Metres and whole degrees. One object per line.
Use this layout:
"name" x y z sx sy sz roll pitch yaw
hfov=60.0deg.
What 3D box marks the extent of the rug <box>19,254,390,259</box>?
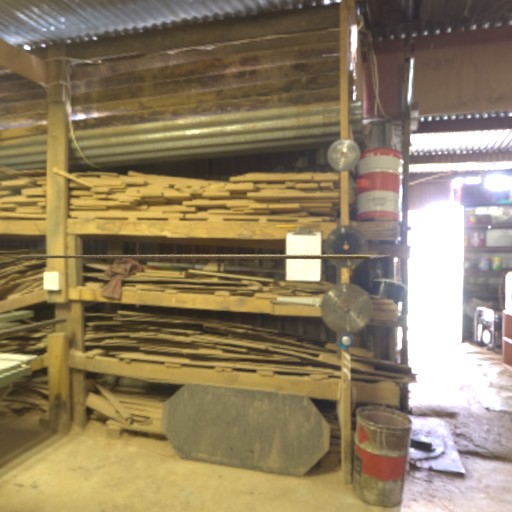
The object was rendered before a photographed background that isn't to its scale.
"rug" 0.000 0.000 2.716 1.517 0.013 2.115 0 0 19
